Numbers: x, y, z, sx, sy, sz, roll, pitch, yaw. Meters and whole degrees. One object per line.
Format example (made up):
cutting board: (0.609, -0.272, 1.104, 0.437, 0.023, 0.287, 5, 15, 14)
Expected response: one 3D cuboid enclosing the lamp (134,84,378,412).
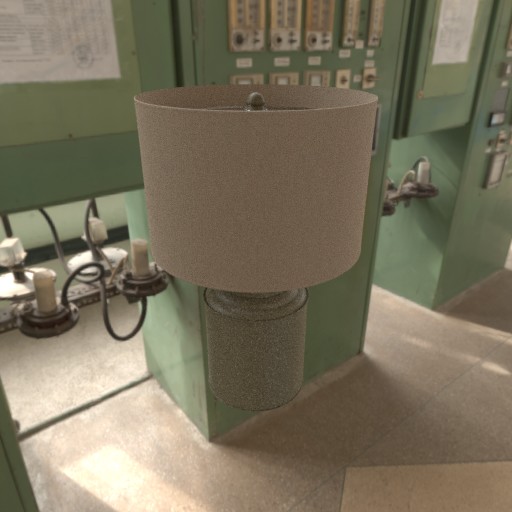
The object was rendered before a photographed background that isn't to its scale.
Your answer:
lamp: (0.000, 0.000, 0.698, 0.318, 0.486, 0.318, 0, 26, 0)
